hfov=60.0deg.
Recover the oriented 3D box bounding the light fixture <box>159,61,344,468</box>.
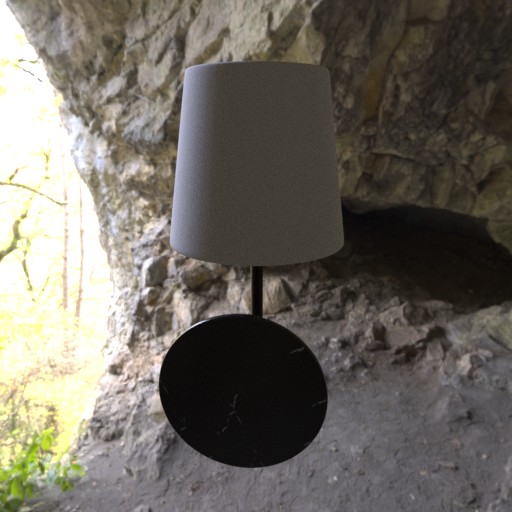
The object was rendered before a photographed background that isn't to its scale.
[{"bbox_3d":[0.000,0.000,0.433,0.168,0.337,0.188,2,17,7],"label":"light fixture"}]
